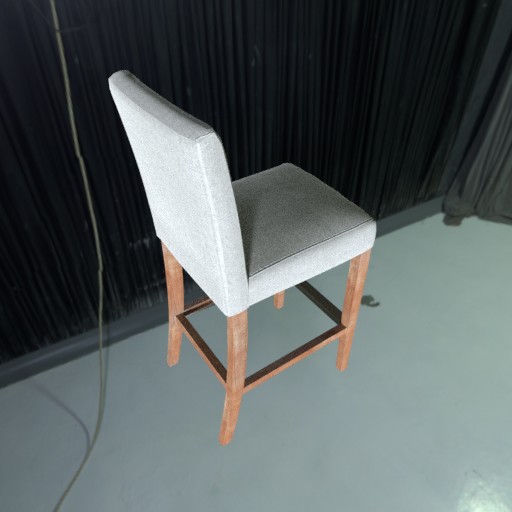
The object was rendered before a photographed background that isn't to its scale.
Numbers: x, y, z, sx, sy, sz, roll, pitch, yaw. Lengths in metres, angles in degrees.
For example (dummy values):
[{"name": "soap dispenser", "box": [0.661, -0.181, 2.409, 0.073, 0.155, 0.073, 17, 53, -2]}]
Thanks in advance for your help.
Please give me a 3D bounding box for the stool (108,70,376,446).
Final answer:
[{"name": "stool", "box": [0.000, 0.000, 1.352, 0.570, 1.088, 0.439, -24, 46, -26]}]
